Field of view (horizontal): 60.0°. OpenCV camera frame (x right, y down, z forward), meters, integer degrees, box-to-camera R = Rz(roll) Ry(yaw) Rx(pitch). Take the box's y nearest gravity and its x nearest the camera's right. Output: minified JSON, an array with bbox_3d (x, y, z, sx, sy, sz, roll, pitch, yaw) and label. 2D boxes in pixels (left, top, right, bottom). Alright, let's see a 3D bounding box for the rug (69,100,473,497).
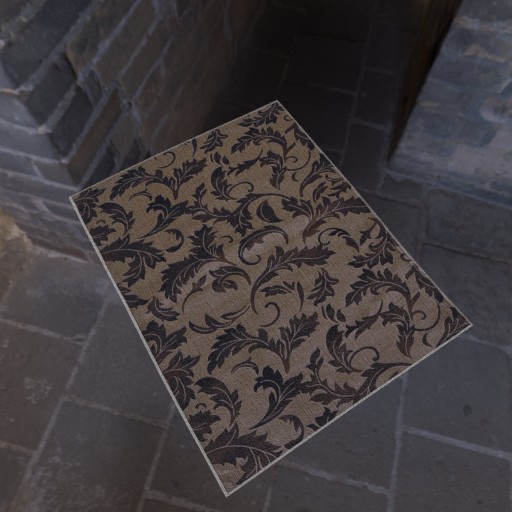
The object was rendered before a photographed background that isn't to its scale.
[{"bbox_3d":[0.000,0.000,3.942,2.380,0.008,2.977,-29,67,-14],"label":"rug"}]
